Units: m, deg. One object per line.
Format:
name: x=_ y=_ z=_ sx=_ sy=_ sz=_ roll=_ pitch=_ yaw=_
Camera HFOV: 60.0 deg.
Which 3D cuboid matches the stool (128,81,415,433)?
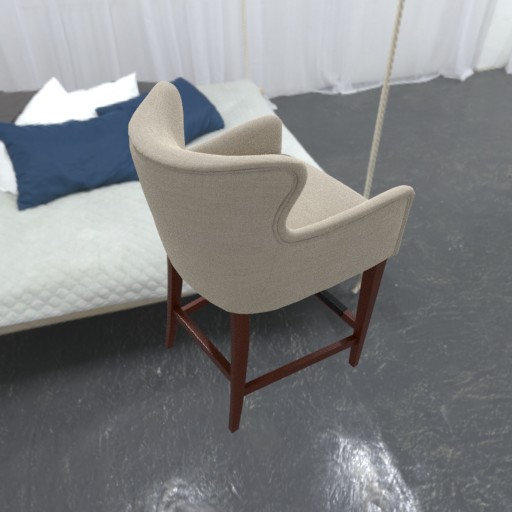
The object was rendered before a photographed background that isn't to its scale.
stool: x=0.000 y=0.000 z=1.406 sx=0.637 sy=0.987 sz=0.615 roll=-25 pitch=46 yaw=-27
